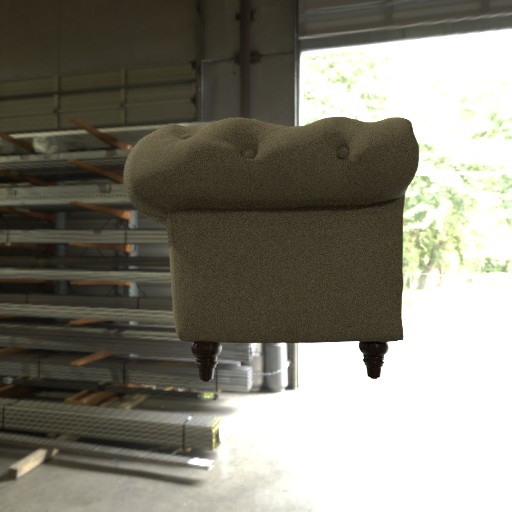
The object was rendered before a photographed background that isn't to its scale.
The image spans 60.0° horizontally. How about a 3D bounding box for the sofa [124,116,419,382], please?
[{"bbox_3d":[0.000,0.000,1.993,1.034,0.878,1.405,0,-1,-1],"label":"sofa"}]
